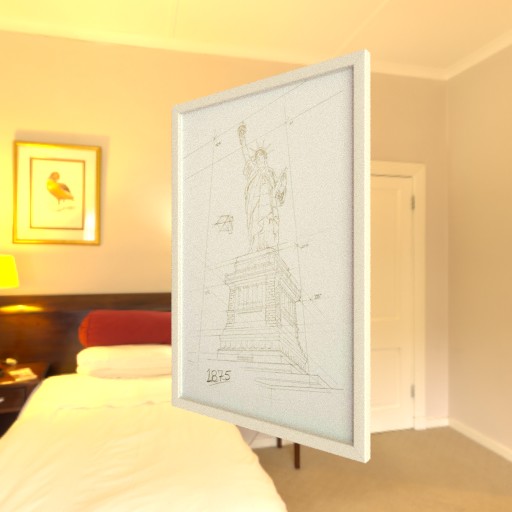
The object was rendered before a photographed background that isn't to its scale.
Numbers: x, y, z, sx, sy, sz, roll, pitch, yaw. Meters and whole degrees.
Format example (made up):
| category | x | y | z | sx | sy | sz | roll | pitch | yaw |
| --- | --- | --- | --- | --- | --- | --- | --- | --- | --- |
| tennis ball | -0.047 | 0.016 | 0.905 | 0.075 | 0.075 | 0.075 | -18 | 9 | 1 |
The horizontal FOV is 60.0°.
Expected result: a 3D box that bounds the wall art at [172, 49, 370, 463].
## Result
| category | x | y | z | sx | sy | sz | roll | pitch | yaw |
| --- | --- | --- | --- | --- | --- | --- | --- | --- | --- |
| wall art | 0.000 | 0.000 | 1.519 | 0.808 | 1.183 | 0.038 | 0 | 0 | 37 |
